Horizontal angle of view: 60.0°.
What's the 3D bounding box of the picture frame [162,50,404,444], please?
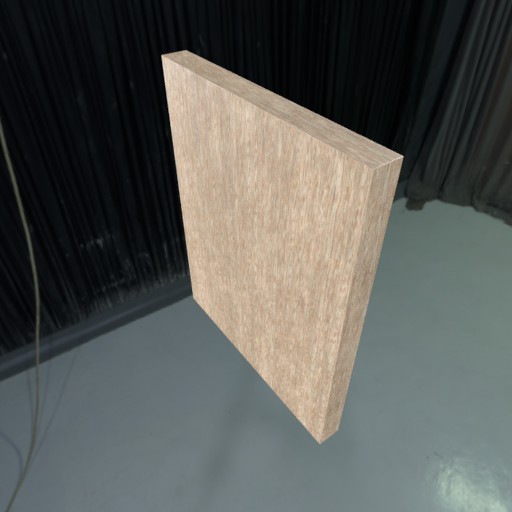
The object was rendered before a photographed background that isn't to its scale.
[{"bbox_3d":[0.000,0.000,0.720,0.043,0.526,0.424,-26,47,-27],"label":"picture frame"}]
